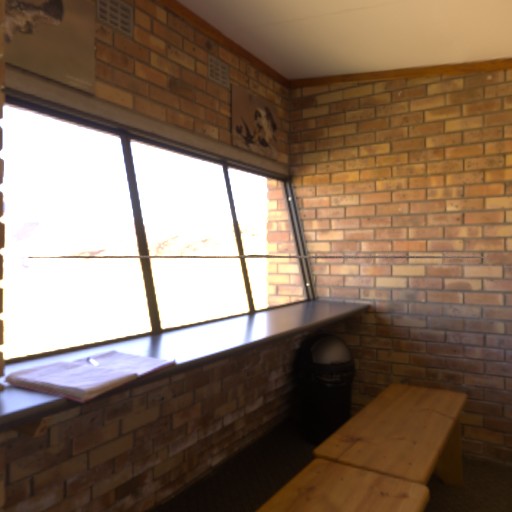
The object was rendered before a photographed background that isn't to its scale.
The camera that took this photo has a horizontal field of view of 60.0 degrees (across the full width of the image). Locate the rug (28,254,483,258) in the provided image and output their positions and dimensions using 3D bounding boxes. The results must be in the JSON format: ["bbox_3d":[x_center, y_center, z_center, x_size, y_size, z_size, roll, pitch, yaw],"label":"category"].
[{"bbox_3d":[0.000,0.000,3.336,2.455,0.025,1.964,0,0,1],"label":"rug"}]
